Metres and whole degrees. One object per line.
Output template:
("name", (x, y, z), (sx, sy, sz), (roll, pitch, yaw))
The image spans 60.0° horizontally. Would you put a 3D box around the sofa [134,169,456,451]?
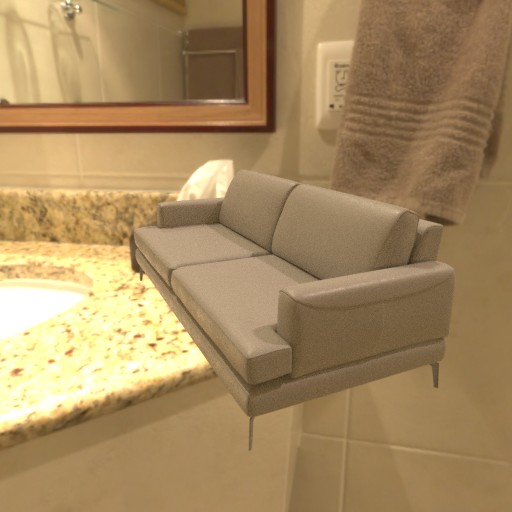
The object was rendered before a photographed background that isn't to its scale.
("sofa", (0.000, 0.000, 2.419), (0.974, 0.765, 1.940), (-8, 19, -24))
